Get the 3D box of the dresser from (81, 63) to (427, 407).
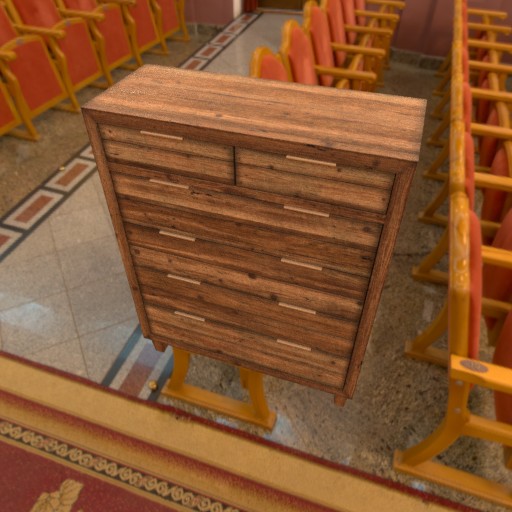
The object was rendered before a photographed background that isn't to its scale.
[{"bbox_3d":[0.000,0.000,1.921,1.067,1.359,0.438,13,44,14],"label":"dresser"}]
